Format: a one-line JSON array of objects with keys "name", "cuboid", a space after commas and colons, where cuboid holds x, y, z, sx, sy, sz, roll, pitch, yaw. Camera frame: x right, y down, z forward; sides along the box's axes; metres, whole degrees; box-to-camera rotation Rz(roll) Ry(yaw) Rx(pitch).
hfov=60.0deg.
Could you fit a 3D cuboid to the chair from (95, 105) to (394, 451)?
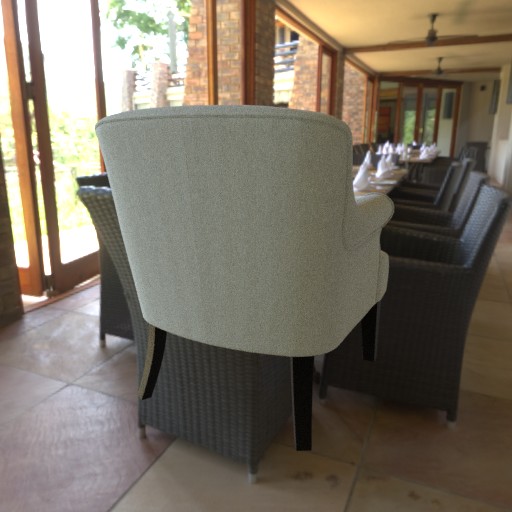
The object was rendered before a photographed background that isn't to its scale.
[{"name": "chair", "cuboid": [0.000, 0.000, 1.422, 0.781, 0.875, 0.750, 7, 16, 26]}]
